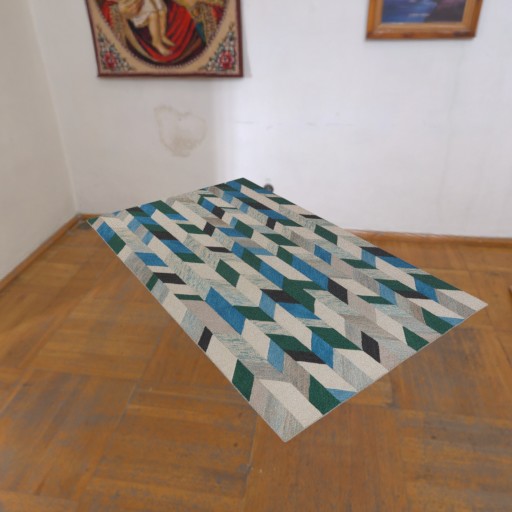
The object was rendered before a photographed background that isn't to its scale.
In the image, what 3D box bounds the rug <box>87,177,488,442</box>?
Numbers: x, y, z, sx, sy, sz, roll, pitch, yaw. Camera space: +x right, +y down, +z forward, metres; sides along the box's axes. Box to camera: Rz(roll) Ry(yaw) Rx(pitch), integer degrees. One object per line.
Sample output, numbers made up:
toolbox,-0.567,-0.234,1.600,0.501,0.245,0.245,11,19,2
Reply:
rug,0.000,0.000,2.980,1.507,0.007,2.433,-21,37,-30
